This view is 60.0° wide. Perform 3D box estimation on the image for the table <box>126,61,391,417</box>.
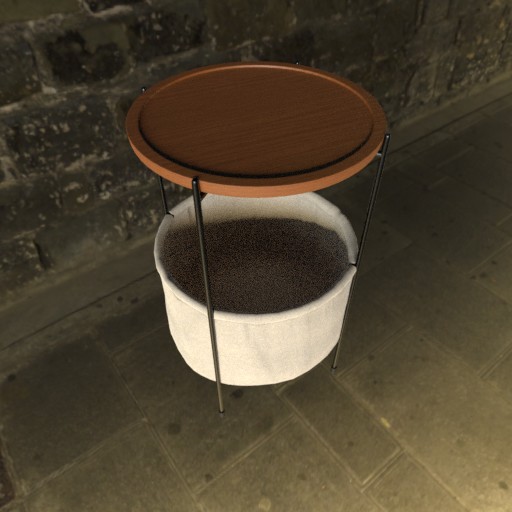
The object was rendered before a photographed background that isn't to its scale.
[{"bbox_3d":[0.000,0.000,0.887,0.393,0.623,0.393,-16,47,-16],"label":"table"}]
